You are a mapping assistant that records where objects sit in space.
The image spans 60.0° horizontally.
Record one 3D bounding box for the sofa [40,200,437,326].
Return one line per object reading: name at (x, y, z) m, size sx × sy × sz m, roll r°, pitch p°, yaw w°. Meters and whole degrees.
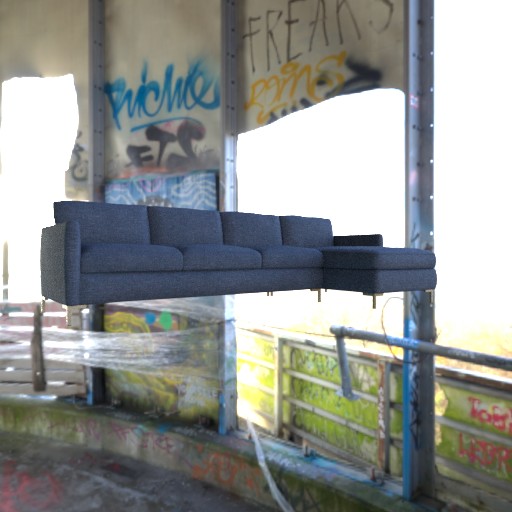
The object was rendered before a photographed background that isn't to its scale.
sofa at (0.000, 0.000, 3.496) m, size 2.932 × 0.810 × 1.350 m, roll 0°, pitch 0°, yaw -36°
